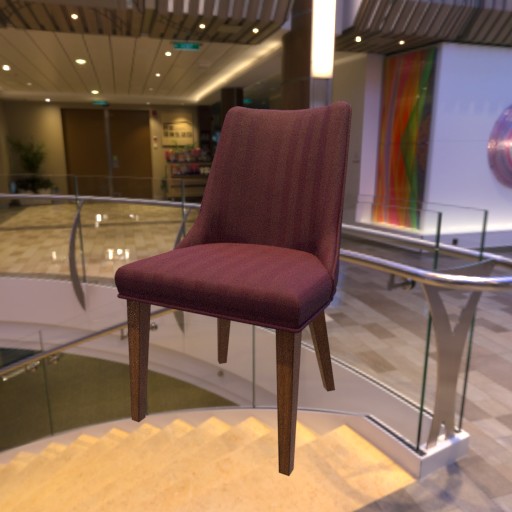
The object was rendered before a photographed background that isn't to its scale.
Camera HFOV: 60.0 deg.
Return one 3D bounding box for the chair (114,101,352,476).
[{"bbox_3d":[0.000,0.000,1.351,0.548,0.916,0.638,7,15,27],"label":"chair"}]
